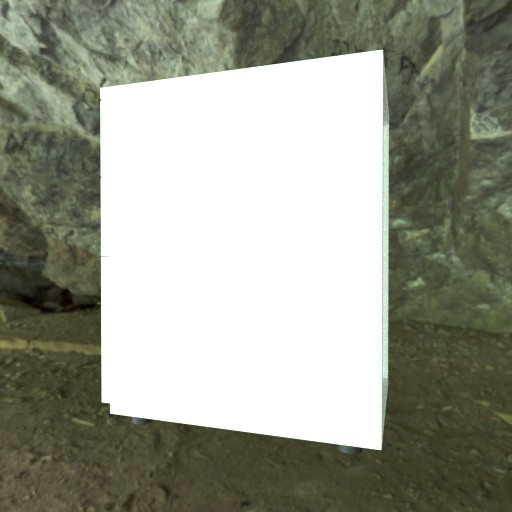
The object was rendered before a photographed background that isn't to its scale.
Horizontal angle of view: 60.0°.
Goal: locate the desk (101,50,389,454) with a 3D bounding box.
[{"bbox_3d":[0.000,0.000,1.066,0.600,0.730,0.404,0,1,18],"label":"desk"}]
